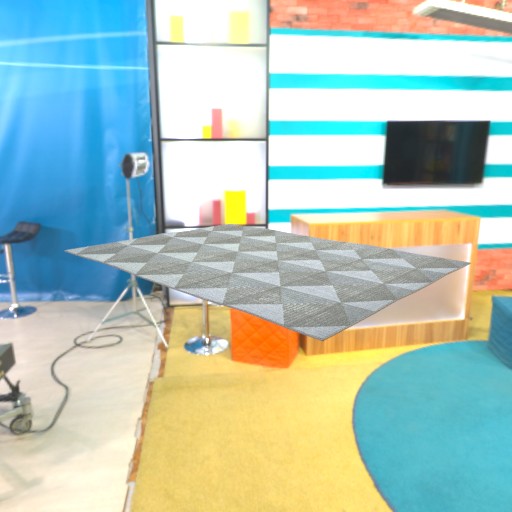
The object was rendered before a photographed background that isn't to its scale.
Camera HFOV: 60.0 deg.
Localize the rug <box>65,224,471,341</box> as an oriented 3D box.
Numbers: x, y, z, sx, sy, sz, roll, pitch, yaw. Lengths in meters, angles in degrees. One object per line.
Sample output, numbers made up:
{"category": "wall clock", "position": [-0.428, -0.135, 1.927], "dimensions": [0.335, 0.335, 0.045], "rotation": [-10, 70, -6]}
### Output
{"category": "rug", "position": [0.000, 0.000, 4.468], "dimensions": [3.333, 0.027, 2.428], "rotation": [12, 18, 42]}
